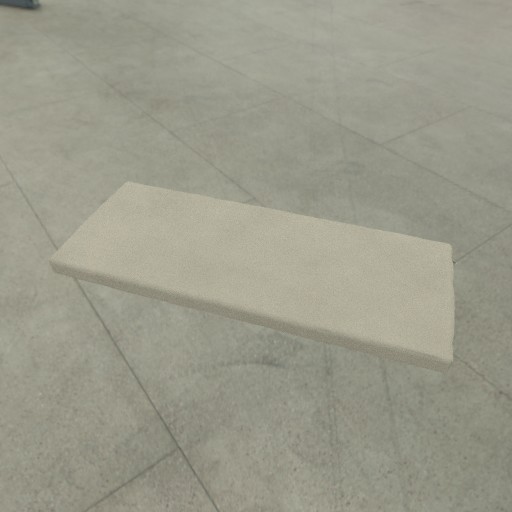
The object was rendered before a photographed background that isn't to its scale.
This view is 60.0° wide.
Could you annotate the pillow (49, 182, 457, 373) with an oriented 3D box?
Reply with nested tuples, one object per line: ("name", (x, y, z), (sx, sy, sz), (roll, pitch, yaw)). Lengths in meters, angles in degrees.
("pillow", (0.000, 0.000, 1.367), (1.187, 0.081, 0.492), (12, 44, 13))
